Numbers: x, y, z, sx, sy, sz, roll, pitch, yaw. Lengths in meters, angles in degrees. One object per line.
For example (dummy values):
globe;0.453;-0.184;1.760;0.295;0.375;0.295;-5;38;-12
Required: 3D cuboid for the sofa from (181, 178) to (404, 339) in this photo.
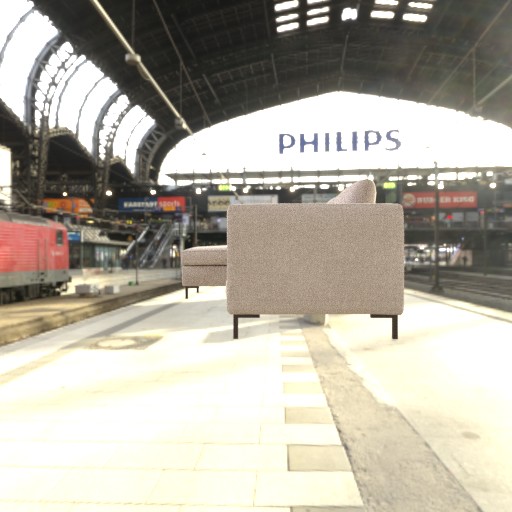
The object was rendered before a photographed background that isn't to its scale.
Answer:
sofa;0.000;0.000;3.570;1.469;0.816;2.923;0;0;1
